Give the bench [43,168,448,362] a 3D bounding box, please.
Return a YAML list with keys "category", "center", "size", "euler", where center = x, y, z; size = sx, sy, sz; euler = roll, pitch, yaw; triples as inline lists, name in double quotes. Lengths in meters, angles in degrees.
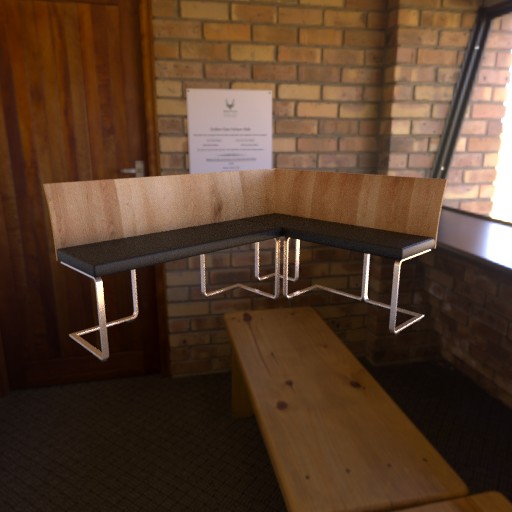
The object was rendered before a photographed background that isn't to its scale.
- category: "bench"
  center: [0.000, 0.000, 2.792]
  size: [1.945, 0.930, 1.495]
  euler: [-14, 20, -43]
